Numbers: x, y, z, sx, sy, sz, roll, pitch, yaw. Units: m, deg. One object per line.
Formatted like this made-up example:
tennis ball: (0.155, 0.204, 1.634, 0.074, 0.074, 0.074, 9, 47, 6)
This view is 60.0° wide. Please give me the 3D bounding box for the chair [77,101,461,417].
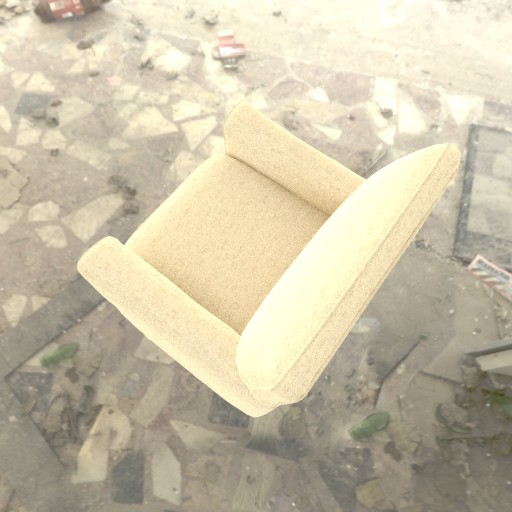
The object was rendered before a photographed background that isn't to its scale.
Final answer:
chair: (0.000, 0.000, 1.566, 0.823, 0.943, 0.870, 34, 69, 15)
